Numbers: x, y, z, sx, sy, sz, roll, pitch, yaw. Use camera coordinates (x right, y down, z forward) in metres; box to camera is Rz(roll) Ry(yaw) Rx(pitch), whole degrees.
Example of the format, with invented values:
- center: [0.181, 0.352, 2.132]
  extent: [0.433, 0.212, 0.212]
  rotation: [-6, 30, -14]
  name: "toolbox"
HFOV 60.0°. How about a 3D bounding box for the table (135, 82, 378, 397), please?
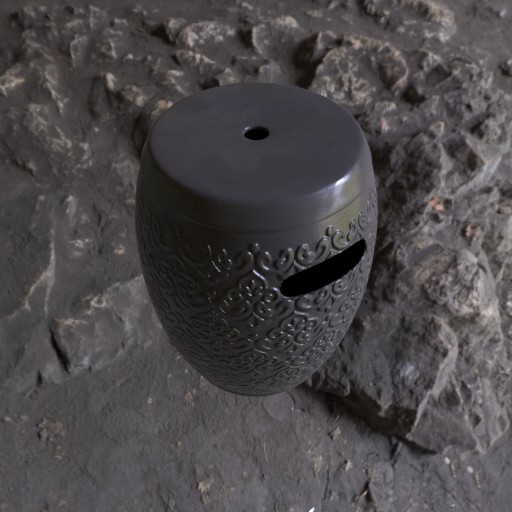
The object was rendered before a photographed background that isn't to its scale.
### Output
- center: [0.000, 0.000, 0.620]
  extent: [0.309, 0.397, 0.309]
  rotation: [0, 48, 0]
  name: "table"
